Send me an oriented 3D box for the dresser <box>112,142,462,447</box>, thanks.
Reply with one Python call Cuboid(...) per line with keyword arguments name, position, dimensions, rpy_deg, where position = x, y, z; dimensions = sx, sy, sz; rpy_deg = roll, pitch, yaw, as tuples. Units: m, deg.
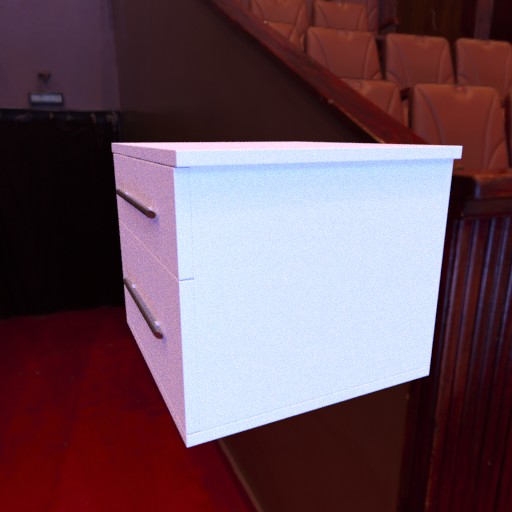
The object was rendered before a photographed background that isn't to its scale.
Cuboid(name="dresser", position=(0.000, 0.000, 0.737), dimensions=(0.400, 0.360, 0.430), rpy_deg=(-7, 17, -24))
